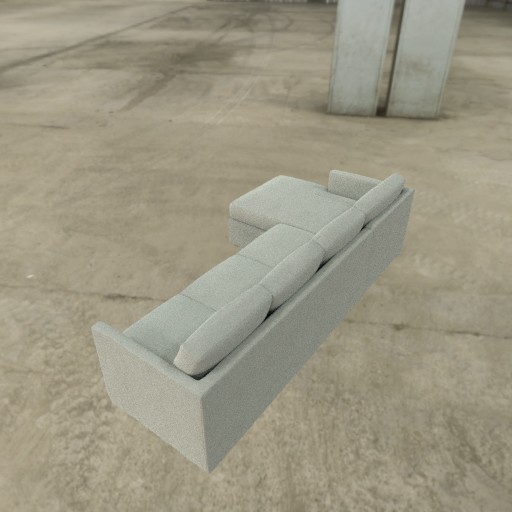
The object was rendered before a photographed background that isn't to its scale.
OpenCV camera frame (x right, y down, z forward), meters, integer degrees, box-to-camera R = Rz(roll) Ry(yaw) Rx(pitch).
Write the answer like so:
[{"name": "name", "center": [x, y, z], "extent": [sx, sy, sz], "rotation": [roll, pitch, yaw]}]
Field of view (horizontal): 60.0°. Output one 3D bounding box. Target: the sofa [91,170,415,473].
[{"name": "sofa", "center": [0.000, 0.000, 3.908], "extent": [1.650, 0.922, 3.205], "rotation": [22, 39, 30]}]
